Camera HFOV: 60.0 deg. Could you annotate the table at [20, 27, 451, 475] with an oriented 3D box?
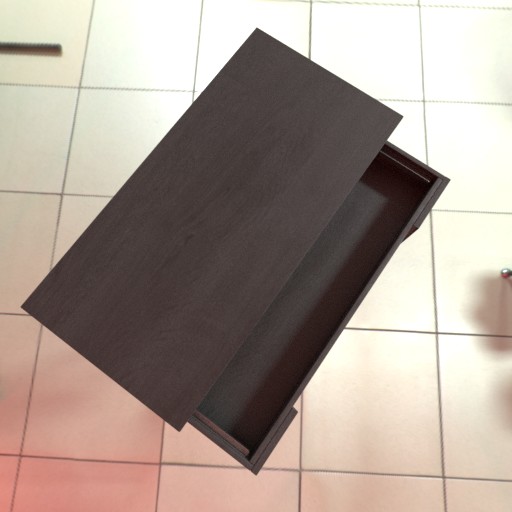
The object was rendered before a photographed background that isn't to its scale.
[{"bbox_3d":[0.000,0.000,1.413,0.711,0.570,1.000,35,79,8],"label":"table"}]
